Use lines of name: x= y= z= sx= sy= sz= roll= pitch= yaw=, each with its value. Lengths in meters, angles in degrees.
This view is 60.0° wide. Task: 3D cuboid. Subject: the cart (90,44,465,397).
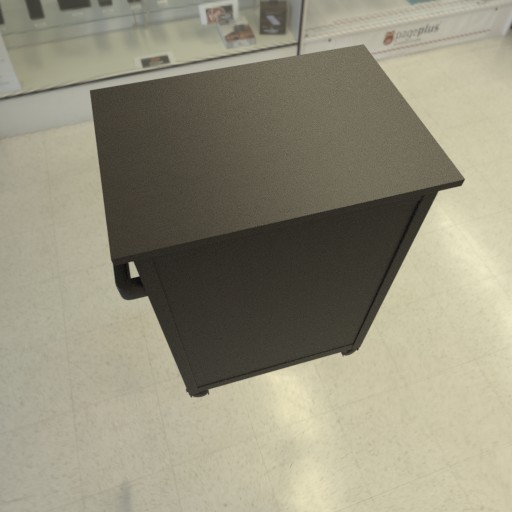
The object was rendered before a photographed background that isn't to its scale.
cart: x=0.000 y=0.000 z=1.241 sx=0.660 sy=0.879 sz=0.456 roll=-13 pitch=57 yaw=-9
